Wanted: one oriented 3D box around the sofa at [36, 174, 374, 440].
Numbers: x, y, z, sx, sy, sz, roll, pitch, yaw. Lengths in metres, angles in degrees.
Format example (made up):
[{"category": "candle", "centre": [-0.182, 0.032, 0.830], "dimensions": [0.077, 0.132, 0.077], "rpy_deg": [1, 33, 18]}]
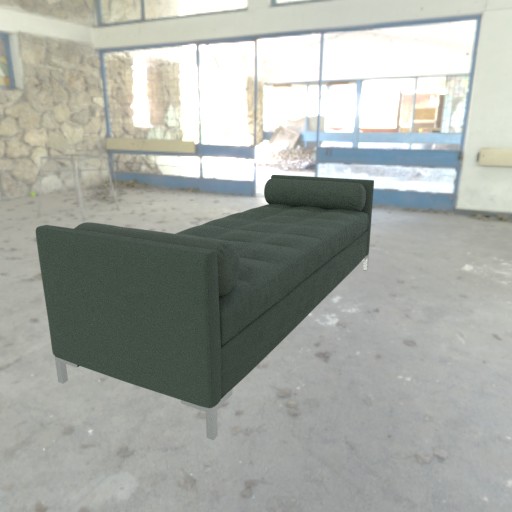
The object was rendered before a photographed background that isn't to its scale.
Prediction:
[{"category": "sofa", "centre": [0.000, 0.000, 2.439], "dimensions": [0.797, 0.657, 2.102], "rpy_deg": [9, 19, 27]}]
